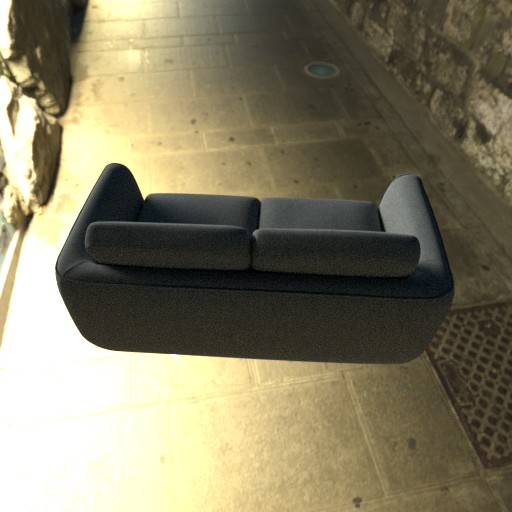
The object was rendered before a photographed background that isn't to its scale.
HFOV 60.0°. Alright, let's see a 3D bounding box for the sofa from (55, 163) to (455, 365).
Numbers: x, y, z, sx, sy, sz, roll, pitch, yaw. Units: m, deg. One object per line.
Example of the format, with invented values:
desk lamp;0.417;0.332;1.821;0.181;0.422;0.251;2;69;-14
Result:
sofa;0.000;0.000;2.212;1.700;0.870;0.920;3;47;2
